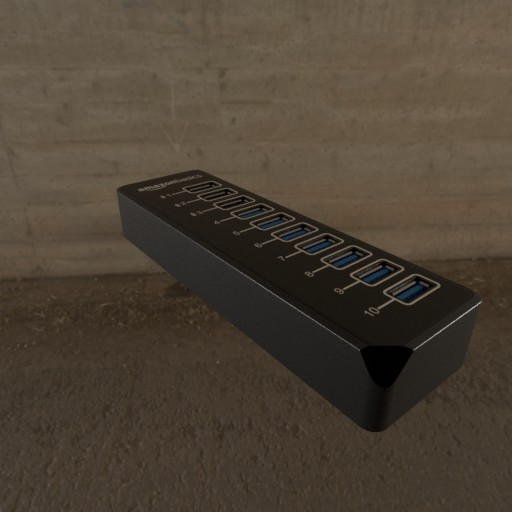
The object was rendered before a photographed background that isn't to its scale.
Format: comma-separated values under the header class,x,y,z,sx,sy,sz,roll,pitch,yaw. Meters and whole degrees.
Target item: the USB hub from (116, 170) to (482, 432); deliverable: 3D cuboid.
class,x,y,z,sx,sy,sz,roll,pitch,yaw
USB hub,0.000,0.000,0.162,0.044,0.023,0.145,-21,35,-33
